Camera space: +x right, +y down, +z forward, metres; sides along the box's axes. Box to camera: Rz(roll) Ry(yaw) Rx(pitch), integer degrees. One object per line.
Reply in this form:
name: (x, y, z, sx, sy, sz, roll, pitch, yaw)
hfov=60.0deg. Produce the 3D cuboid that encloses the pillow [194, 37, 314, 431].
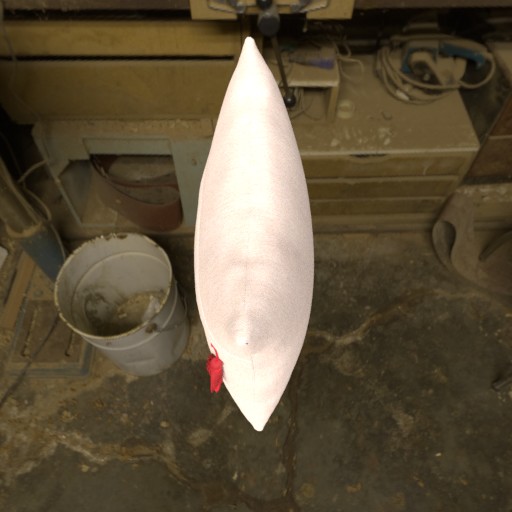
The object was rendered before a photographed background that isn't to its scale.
pillow: (0.000, 0.000, 0.674, 0.173, 0.436, 0.433, 0, 59, 0)
